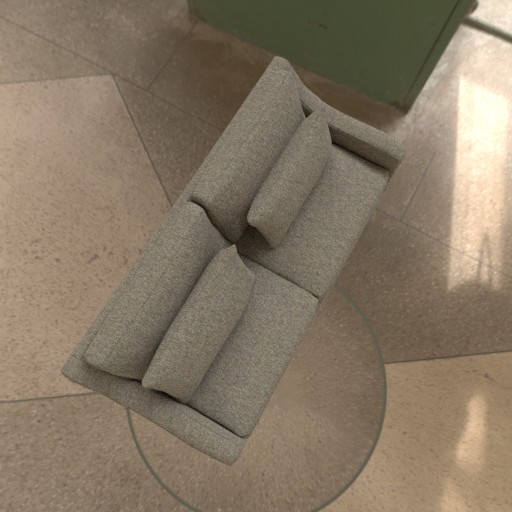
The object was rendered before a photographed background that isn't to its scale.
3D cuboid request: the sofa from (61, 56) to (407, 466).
[{"bbox_3d":[0.000,0.000,2.949,1.103,0.998,2.418,30,76,8],"label":"sofa"}]
